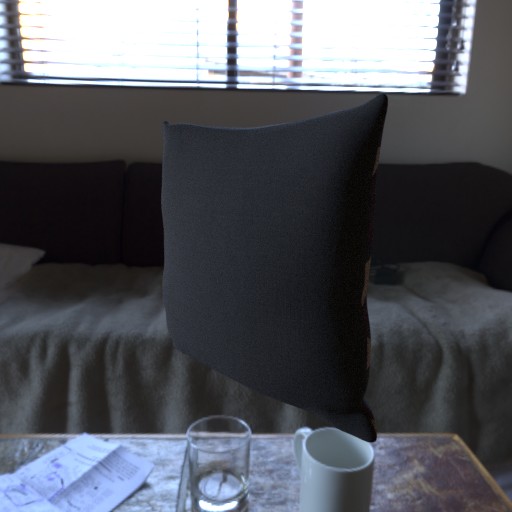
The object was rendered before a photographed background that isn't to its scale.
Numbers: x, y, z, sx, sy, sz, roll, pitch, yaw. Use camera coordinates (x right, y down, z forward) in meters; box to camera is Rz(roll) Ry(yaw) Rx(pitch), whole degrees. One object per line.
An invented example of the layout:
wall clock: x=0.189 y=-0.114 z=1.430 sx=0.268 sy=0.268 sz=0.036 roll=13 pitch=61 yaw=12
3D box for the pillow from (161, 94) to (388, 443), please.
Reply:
pillow: x=0.000 y=0.000 z=0.779 sx=0.503 sy=0.496 sz=0.208 roll=12 pitch=17 yaw=42
